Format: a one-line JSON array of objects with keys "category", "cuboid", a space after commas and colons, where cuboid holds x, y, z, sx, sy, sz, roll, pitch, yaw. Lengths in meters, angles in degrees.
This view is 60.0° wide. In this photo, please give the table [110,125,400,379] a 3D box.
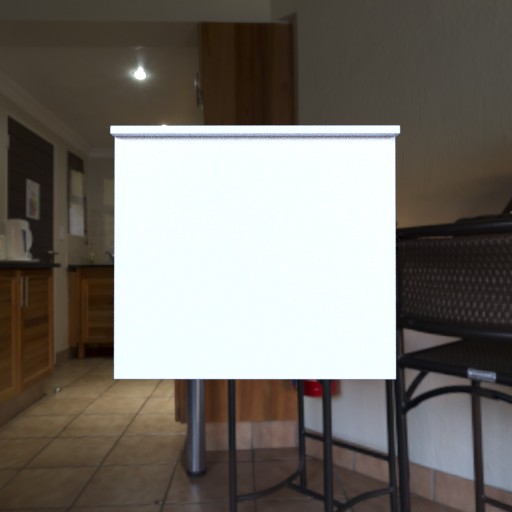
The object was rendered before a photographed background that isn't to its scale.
[{"category": "table", "cuboid": [0.000, 0.000, 1.262, 0.500, 0.441, 1.000, 0, -1, 0]}]
